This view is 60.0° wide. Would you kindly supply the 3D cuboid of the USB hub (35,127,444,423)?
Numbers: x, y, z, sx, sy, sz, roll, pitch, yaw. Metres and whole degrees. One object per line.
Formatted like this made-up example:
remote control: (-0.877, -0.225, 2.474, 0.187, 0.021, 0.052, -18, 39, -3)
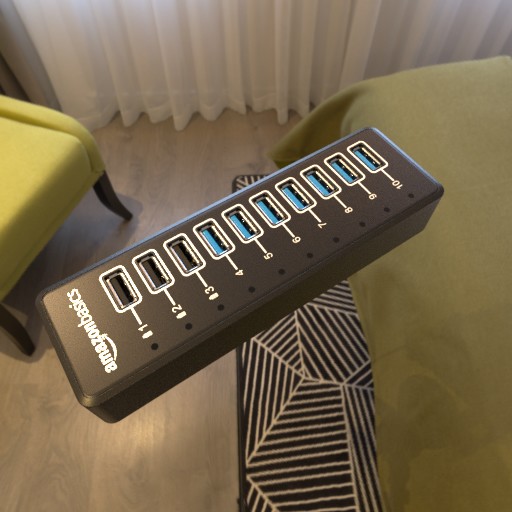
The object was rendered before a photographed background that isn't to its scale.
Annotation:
USB hub: (0.000, 0.000, 0.163, 0.145, 0.023, 0.044, -29, 63, -17)
